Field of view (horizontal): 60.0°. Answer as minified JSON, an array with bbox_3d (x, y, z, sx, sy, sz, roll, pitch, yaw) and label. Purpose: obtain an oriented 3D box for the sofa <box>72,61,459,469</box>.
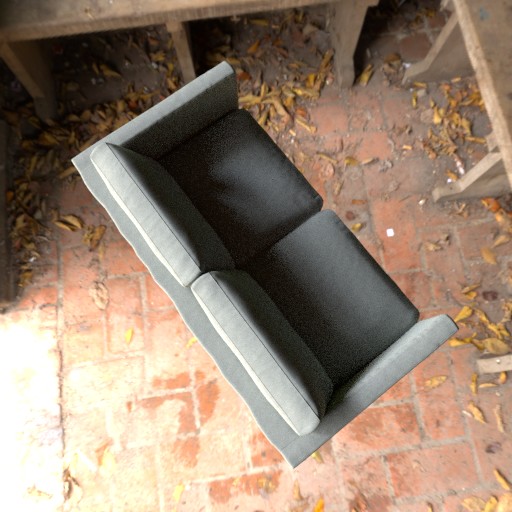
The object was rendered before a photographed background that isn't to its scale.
[{"bbox_3d":[0.000,0.000,2.264,0.944,0.830,1.727,-36,78,-9],"label":"sofa"}]
